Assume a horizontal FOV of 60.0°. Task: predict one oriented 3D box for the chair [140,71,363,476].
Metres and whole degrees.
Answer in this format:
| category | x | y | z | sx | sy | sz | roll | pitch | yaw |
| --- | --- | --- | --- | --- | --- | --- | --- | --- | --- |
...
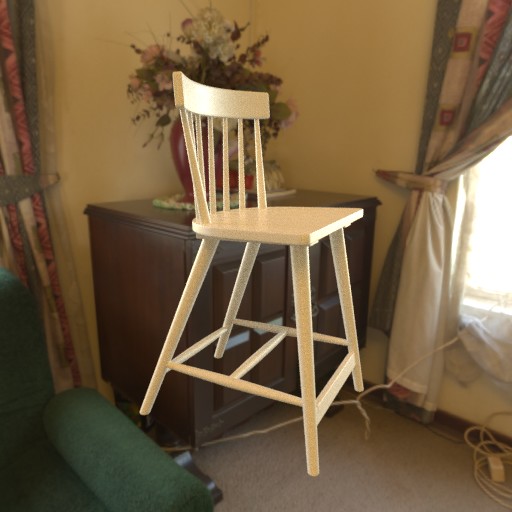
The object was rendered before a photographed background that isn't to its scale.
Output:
| category | x | y | z | sx | sy | sz | roll | pitch | yaw |
| --- | --- | --- | --- | --- | --- | --- | --- | --- | --- |
| chair | 0.000 | 0.000 | 1.290 | 0.572 | 0.952 | 0.483 | 7 | 15 | 27 |
